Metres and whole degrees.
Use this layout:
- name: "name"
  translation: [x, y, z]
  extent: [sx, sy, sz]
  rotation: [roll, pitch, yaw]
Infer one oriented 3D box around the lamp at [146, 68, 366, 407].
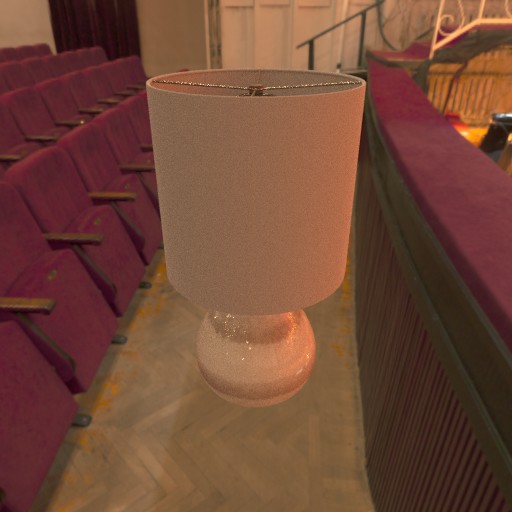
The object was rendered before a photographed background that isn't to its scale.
- name: "lamp"
  translation: [0.000, 0.000, 0.542]
  extent: [0.217, 0.404, 0.217]
  rotation: [1, 29, 2]
